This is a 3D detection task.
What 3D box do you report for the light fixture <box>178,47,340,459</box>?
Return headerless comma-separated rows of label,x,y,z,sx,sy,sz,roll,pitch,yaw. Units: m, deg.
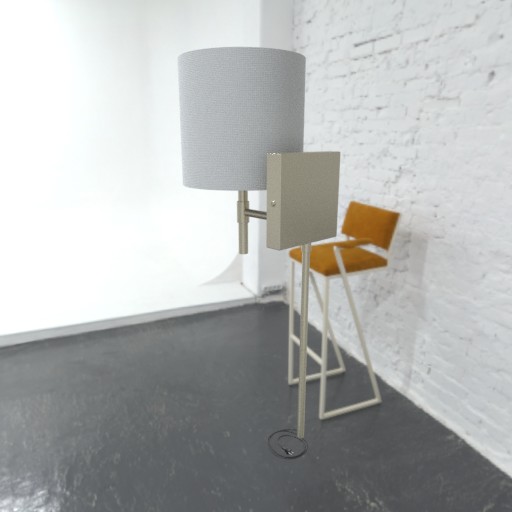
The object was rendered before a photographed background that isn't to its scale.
light fixture,0.000,0.000,0.709,0.188,0.589,0.248,-14,20,-42
